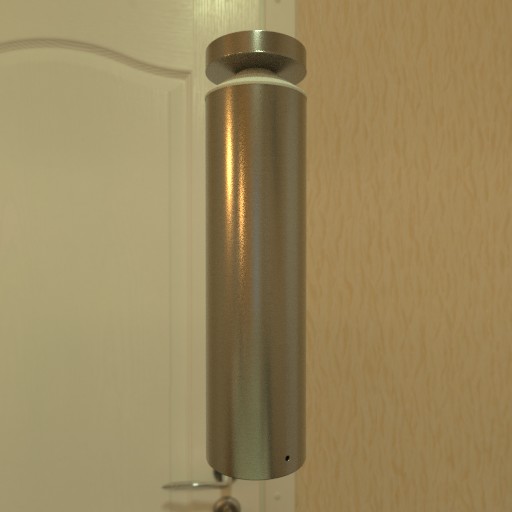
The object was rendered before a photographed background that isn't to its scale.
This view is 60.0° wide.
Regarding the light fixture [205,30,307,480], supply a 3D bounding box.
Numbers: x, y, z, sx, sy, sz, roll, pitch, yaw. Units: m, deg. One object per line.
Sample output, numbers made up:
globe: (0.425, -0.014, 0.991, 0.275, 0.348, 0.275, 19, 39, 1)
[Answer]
light fixture: (0.000, 0.000, 0.444, 0.102, 0.400, 0.102, -1, 1, -35)
